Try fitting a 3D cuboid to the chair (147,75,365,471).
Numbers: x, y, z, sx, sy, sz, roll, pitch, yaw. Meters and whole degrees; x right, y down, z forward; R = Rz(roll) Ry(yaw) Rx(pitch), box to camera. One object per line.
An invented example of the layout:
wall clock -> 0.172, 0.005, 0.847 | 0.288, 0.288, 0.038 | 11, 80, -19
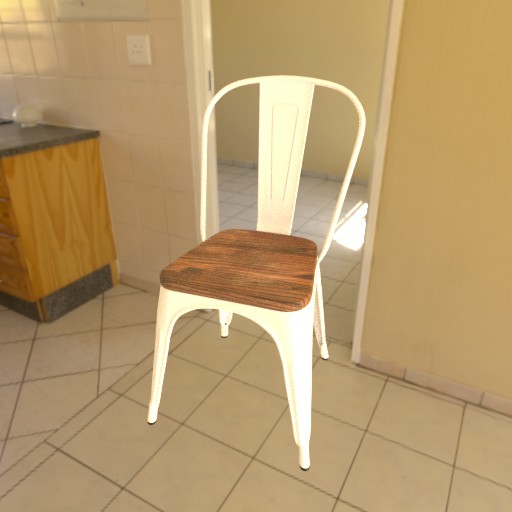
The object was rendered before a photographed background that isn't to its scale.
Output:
chair -> 0.000, 0.000, 1.171 | 0.452, 0.851, 0.521 | 9, 28, 17
